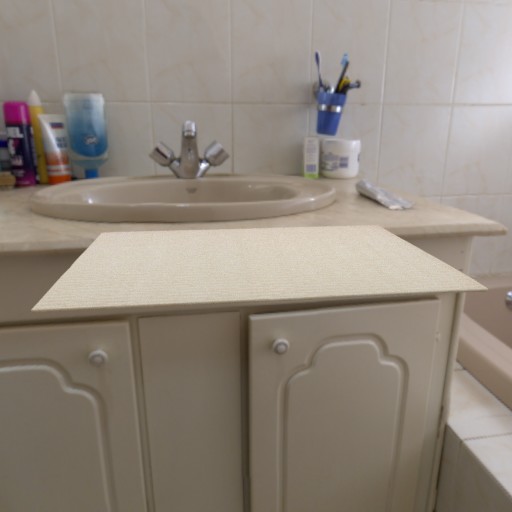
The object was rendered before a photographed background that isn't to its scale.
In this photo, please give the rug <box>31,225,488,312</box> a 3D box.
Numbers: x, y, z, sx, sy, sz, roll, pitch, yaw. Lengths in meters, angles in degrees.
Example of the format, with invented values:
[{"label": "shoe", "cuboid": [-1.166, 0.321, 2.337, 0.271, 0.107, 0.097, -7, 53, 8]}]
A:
[{"label": "rug", "cuboid": [0.000, 0.000, 2.348, 1.848, 0.014, 1.238, -2, 17, -7]}]
